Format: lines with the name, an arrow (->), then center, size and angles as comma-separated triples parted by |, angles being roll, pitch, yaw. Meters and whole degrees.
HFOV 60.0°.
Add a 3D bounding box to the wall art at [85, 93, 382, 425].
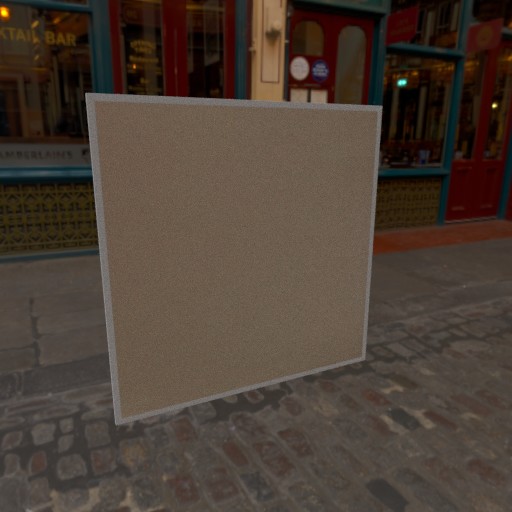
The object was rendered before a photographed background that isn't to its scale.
wall art -> 0.000, 0.000, 0.687 | 0.456, 0.456, 0.007 | -7, 16, -25
